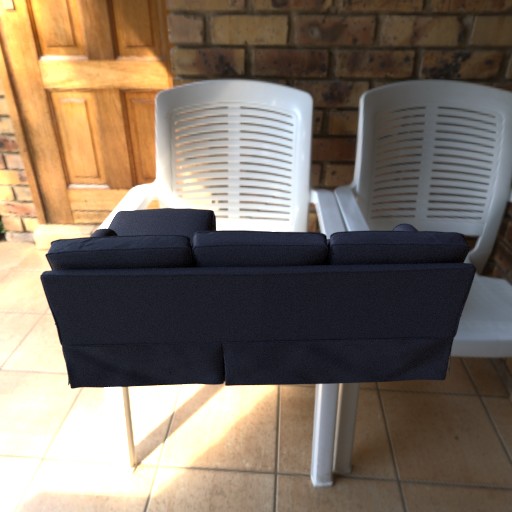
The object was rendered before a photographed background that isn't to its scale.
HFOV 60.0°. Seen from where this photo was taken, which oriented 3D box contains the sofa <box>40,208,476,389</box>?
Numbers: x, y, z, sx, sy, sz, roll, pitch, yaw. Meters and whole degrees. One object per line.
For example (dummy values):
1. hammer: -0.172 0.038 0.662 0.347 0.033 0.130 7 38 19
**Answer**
1. sofa: 0.000 0.000 3.348 2.518 1.039 1.637 -1 30 -2
